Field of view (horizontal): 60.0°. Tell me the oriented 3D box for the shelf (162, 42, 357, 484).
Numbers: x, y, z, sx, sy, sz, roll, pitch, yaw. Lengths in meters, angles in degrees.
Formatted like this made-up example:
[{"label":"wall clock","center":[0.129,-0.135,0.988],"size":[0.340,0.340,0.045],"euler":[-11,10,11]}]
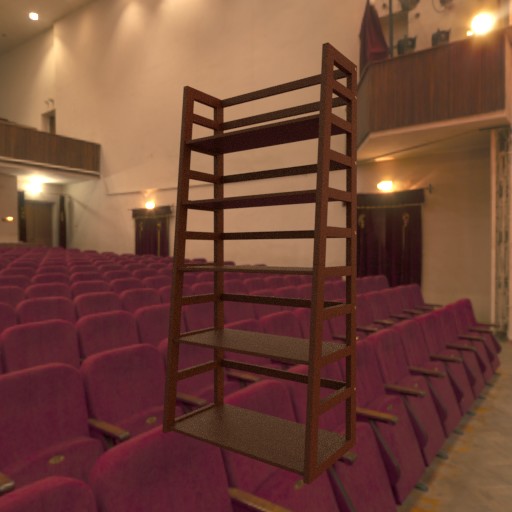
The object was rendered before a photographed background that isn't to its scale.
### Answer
[{"label":"shelf","center":[0.000,0.000,1.935],"size":[0.763,1.600,0.403],"euler":[1,1,36]}]
